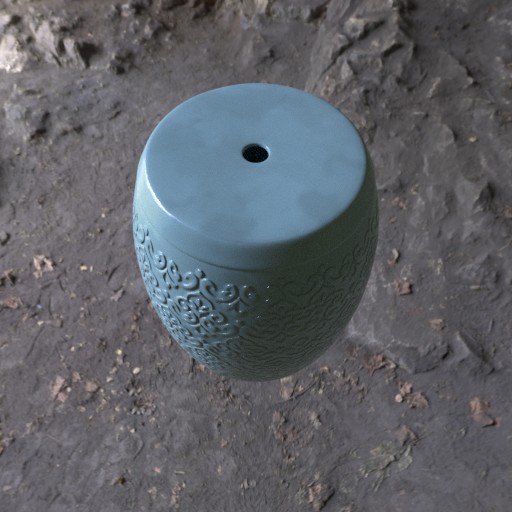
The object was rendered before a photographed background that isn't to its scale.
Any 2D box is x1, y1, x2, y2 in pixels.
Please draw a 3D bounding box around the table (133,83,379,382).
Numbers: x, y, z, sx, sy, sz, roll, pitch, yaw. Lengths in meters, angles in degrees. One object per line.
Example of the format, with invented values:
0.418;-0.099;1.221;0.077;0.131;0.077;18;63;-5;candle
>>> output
0.000;0.000;0.620;0.309;0.397;0.309;0;57;0;table
